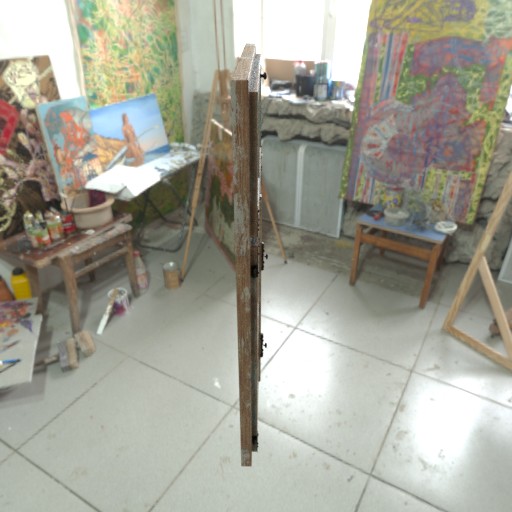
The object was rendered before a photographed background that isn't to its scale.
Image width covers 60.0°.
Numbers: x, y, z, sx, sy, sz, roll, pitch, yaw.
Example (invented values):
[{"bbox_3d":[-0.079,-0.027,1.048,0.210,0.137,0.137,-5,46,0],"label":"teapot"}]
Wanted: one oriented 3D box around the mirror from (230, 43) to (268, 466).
[{"bbox_3d":[0.000,0.000,1.470,0.083,1.213,0.707,1,31,1],"label":"mirror"}]
